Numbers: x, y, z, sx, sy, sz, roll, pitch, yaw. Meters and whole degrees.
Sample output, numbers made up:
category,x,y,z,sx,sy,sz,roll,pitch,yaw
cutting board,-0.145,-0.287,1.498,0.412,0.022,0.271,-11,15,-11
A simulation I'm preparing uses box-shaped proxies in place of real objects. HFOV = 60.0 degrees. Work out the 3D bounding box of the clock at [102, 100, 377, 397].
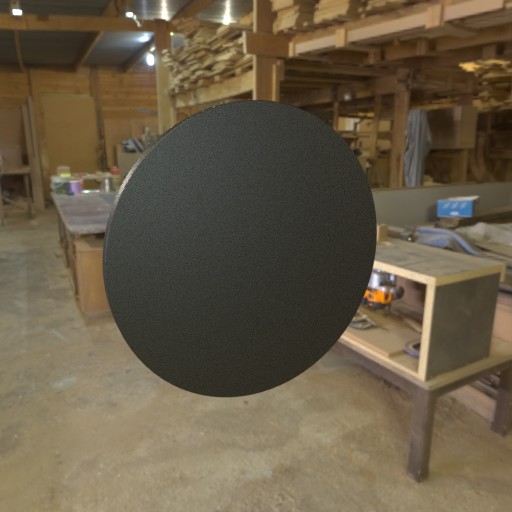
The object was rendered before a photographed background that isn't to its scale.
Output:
category,x,y,z,sx,sy,sz,roll,pitch,yaw
clock,0.000,0.000,0.685,0.454,0.454,0.038,-7,16,-27
